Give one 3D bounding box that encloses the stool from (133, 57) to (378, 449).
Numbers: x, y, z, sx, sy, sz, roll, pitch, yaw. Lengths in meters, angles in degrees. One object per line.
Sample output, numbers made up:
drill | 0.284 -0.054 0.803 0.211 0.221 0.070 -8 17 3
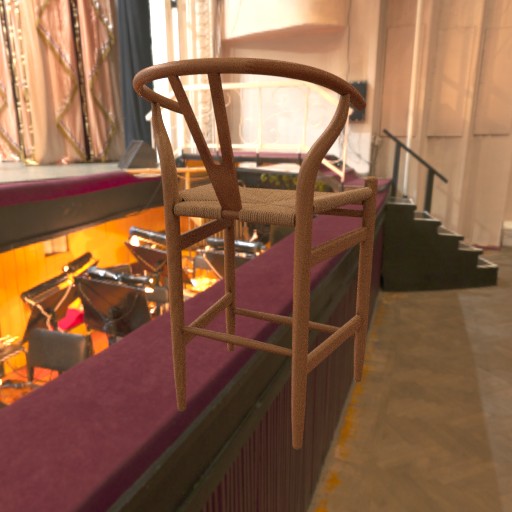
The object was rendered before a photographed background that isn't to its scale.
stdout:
stool | 0.000 0.000 1.215 0.536 0.923 0.575 8 17 26
